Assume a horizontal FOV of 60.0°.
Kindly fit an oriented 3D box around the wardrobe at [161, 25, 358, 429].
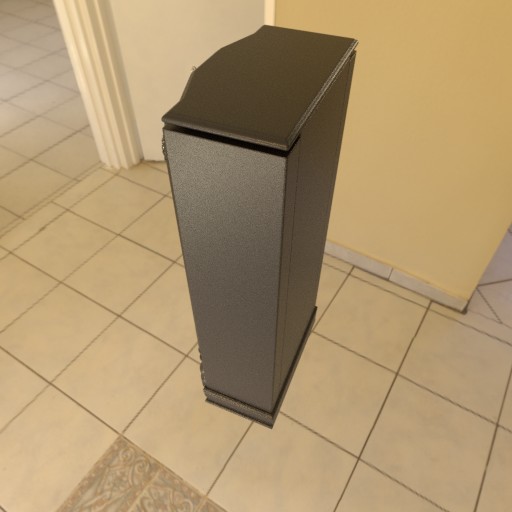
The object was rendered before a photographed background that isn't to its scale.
[{"bbox_3d":[0.000,0.000,1.182,0.295,1.011,0.444,17,49,15],"label":"wardrobe"}]
